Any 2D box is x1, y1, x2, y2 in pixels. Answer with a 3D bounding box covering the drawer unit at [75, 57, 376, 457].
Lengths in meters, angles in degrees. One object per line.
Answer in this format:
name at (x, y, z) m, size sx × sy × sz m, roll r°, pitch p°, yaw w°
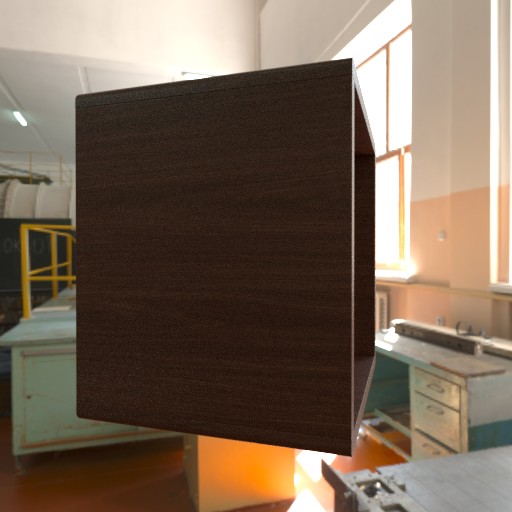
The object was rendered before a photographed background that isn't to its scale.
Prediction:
drawer unit at (0.000, 0.000, 0.593) m, size 0.290 × 0.351 × 0.349 m, roll 0°, pitch 1°, yaw 18°
